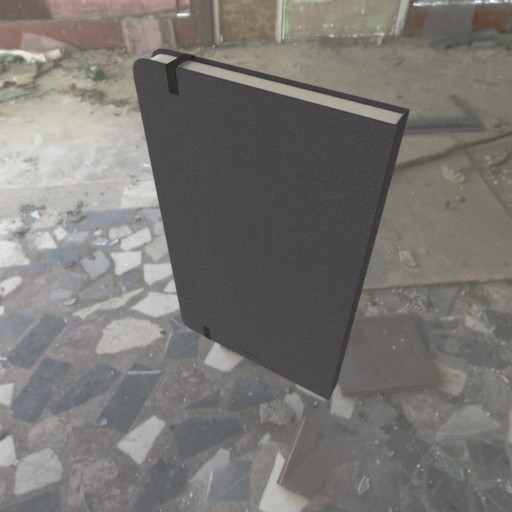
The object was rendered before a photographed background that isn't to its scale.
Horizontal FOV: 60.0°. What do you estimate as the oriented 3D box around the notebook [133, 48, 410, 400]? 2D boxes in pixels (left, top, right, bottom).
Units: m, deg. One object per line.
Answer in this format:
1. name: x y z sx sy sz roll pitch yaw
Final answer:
1. notebook: 0.000 0.000 0.262 0.127 0.213 0.016 23 50 21
